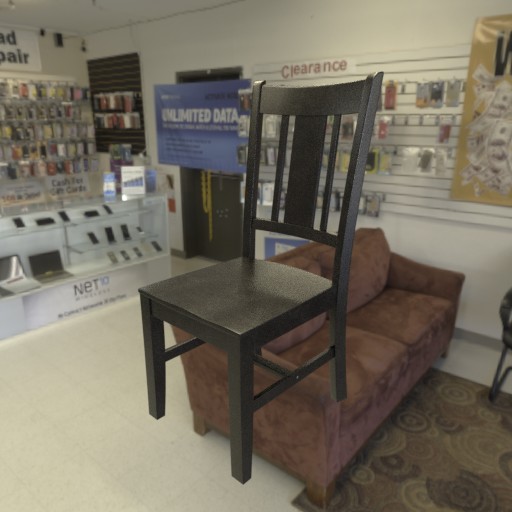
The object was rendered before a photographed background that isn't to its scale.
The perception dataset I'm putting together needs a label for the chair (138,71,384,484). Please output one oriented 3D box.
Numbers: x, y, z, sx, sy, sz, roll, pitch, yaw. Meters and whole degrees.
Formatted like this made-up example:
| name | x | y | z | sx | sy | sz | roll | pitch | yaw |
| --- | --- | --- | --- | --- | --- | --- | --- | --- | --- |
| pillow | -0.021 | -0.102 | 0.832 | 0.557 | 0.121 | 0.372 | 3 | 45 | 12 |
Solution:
| name | x | y | z | sx | sy | sz | roll | pitch | yaw |
| --- | --- | --- | --- | --- | --- | --- | --- | --- | --- |
| chair | 0.000 | 0.000 | 1.285 | 0.450 | 0.998 | 0.555 | 16 | 23 | 40 |
